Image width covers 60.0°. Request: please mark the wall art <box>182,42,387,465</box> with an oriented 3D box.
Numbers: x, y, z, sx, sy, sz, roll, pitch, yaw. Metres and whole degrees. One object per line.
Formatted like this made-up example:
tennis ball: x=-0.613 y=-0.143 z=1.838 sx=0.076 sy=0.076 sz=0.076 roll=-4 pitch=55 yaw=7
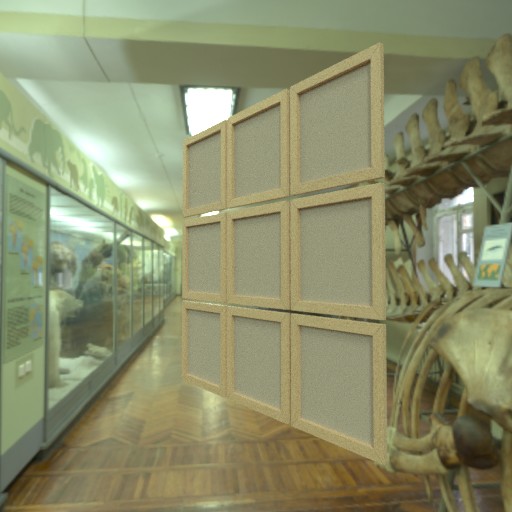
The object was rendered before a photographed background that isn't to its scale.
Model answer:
wall art: x=0.000 y=0.000 z=1.754 sx=0.016 sy=1.207 sz=1.217 roll=1 pitch=-2 yaw=-37
